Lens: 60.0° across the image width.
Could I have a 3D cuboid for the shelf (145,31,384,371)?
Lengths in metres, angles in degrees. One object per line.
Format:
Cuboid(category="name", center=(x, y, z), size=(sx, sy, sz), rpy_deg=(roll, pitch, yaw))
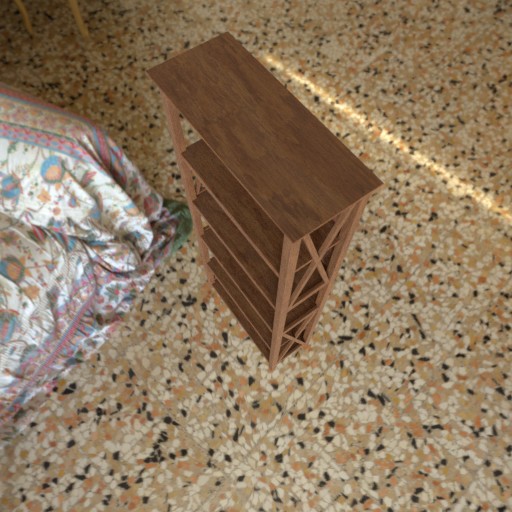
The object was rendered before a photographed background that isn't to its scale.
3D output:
Cuboid(category="shelf", center=(0.000, 0.000, 2.240), size=(0.335, 1.905, 0.805), rpy_deg=(-33, 69, -15))
